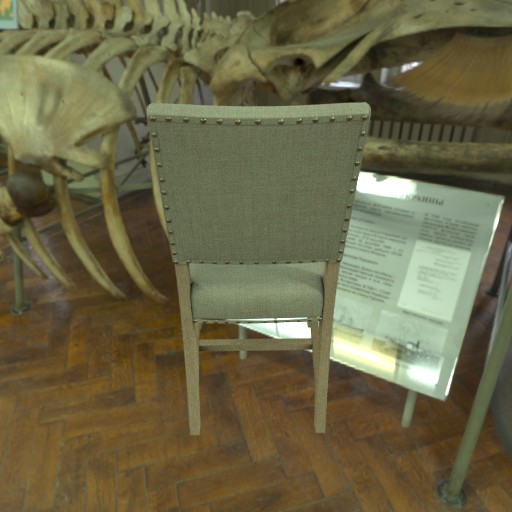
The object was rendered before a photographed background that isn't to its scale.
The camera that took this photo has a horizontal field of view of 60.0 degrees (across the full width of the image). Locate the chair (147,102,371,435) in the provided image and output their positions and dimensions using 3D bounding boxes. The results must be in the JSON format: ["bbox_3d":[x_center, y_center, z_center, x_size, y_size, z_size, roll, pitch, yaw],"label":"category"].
[{"bbox_3d":[0.000,0.000,1.342,0.508,0.986,0.622,-1,29,-1],"label":"chair"}]
